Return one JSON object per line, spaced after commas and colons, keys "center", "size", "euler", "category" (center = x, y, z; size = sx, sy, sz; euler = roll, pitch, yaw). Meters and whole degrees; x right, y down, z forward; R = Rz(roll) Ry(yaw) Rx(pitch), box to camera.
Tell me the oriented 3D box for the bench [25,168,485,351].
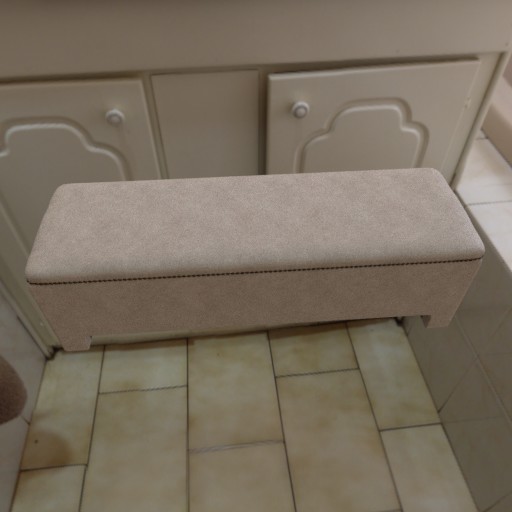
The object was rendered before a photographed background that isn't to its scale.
{"center": [0.000, 0.000, 1.686], "size": [1.482, 0.447, 0.470], "euler": [-3, 47, -3], "category": "bench"}
